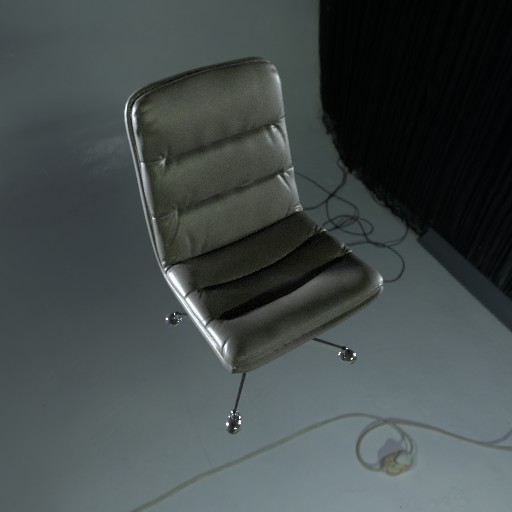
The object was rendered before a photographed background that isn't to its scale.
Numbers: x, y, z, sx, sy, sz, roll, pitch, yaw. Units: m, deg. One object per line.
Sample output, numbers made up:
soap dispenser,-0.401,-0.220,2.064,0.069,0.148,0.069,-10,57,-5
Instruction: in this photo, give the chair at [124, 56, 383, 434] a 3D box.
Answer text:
chair,0.000,0.000,1.056,0.422,0.738,0.485,-25,52,-21
